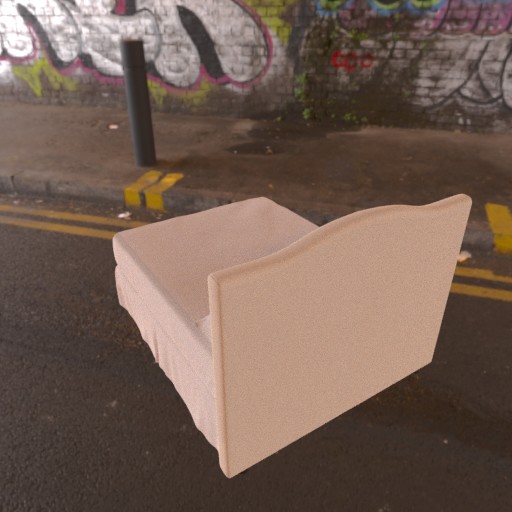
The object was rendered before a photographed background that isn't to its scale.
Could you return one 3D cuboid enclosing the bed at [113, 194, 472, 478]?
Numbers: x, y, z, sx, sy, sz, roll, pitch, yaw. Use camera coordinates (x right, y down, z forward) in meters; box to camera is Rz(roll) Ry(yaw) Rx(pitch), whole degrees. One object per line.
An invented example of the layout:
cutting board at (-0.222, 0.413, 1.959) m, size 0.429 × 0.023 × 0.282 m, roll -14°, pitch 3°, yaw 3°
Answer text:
bed at (0.000, 0.000, 3.330) m, size 1.753 × 1.460 × 2.143 m, roll -18°, pitch 34°, yaw -28°
